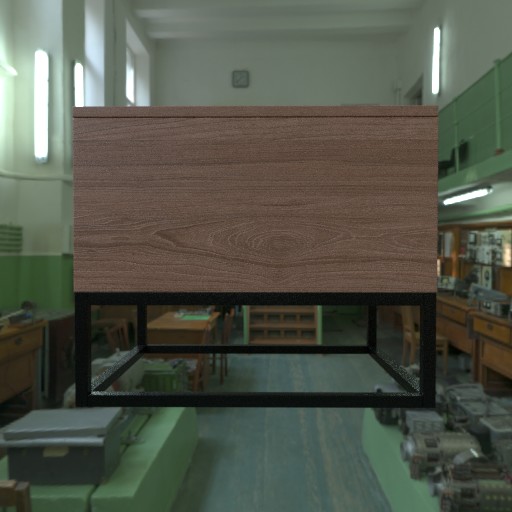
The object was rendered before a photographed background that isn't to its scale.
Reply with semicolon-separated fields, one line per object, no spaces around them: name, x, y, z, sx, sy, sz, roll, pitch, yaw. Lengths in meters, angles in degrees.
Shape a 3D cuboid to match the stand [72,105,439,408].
stand;0.000;0.000;0.940;0.600;0.500;0.420;0;1;1
